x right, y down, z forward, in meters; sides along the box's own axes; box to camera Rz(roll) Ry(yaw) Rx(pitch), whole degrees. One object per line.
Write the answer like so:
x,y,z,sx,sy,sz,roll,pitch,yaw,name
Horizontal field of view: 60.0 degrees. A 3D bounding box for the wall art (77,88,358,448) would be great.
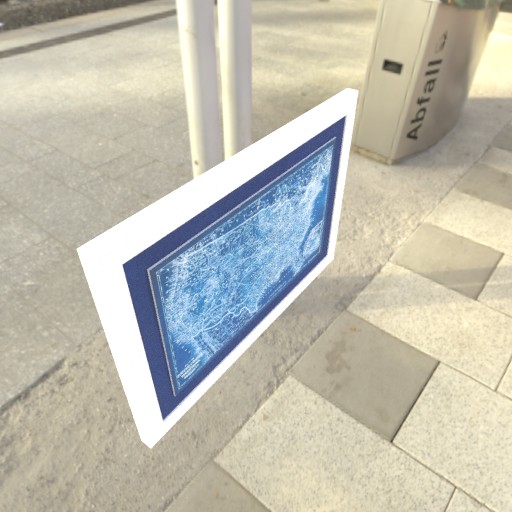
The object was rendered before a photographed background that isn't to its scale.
0.000,0.000,1.706,0.051,0.902,1.308,26,47,27,wall art
